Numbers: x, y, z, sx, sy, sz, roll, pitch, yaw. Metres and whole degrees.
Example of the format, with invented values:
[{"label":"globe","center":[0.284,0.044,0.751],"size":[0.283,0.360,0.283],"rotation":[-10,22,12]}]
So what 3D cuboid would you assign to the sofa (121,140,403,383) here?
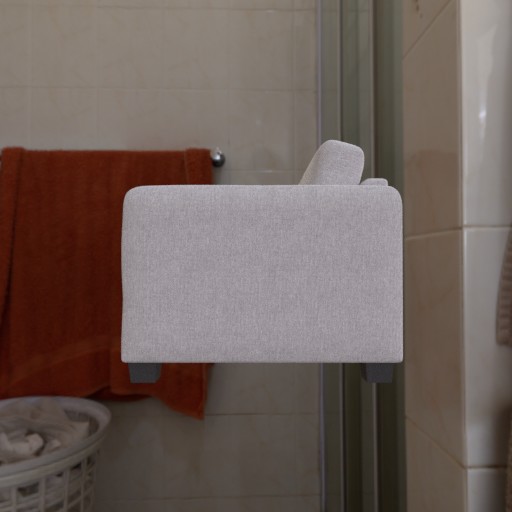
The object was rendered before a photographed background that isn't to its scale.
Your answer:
[{"label":"sofa","center":[0.000,0.000,2.091],"size":[0.900,0.800,1.540],"rotation":[0,-1,0]}]
